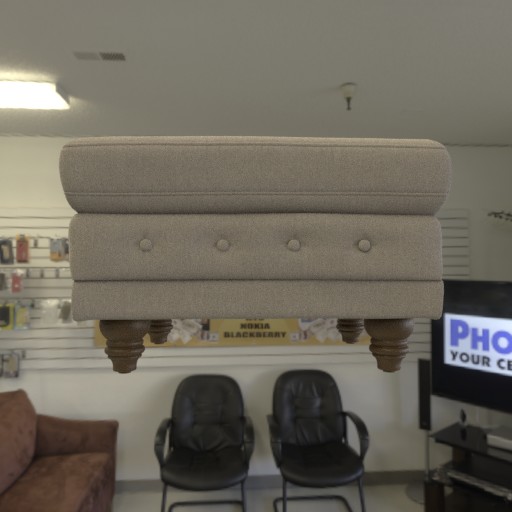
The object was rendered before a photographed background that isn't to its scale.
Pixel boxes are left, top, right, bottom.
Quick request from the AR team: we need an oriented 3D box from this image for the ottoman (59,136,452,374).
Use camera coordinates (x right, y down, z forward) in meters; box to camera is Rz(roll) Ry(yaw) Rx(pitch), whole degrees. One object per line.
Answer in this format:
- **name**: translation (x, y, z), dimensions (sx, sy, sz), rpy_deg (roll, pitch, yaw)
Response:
- **ottoman**: translation (0.000, 0.000, 1.123), dimensions (0.771, 0.500, 0.569), rpy_deg (0, -2, -1)
